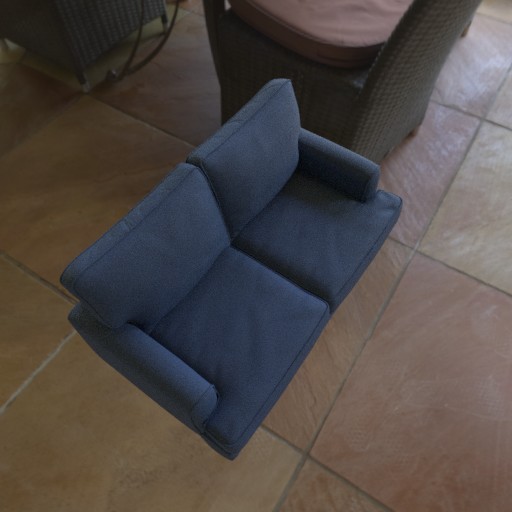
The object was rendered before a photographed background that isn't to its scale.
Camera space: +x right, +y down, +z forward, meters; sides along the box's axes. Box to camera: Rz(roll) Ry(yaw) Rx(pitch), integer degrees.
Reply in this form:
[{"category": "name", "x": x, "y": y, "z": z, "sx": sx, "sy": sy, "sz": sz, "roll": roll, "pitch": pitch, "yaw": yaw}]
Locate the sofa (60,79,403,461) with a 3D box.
[{"category": "sofa", "x": 0.000, "y": 0.000, "z": 2.269, "sx": 0.965, "sy": 0.965, "sz": 1.651, "roll": 31, "pitch": 63, "yaw": 18}]
